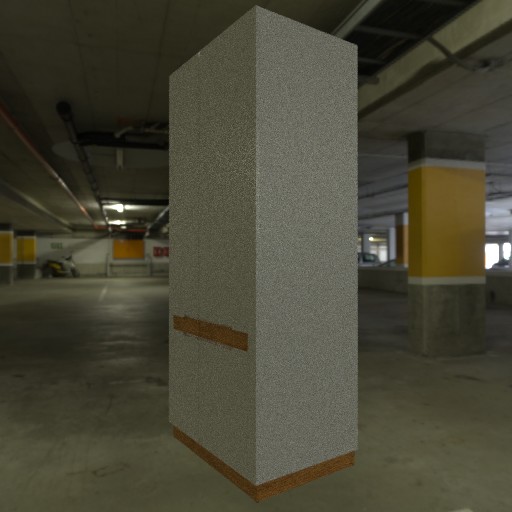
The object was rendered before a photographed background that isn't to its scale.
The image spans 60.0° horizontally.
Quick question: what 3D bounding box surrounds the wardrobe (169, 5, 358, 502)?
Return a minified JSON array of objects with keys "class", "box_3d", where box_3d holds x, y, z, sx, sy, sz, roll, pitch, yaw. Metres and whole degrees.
[{"class":"wardrobe","box_3d":[0.000,0.000,2.327,0.600,2.040,0.860,0,0,-35]}]
